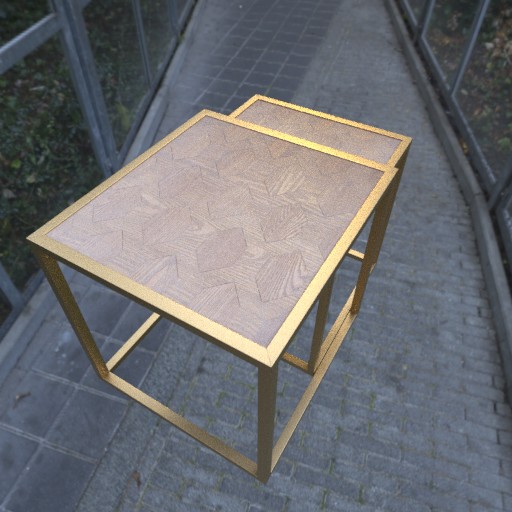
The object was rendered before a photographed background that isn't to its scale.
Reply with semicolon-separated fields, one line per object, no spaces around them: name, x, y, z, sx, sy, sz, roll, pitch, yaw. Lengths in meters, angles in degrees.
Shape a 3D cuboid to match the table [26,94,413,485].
table;0.000;0.000;1.106;0.505;0.505;0.762;23;50;21
